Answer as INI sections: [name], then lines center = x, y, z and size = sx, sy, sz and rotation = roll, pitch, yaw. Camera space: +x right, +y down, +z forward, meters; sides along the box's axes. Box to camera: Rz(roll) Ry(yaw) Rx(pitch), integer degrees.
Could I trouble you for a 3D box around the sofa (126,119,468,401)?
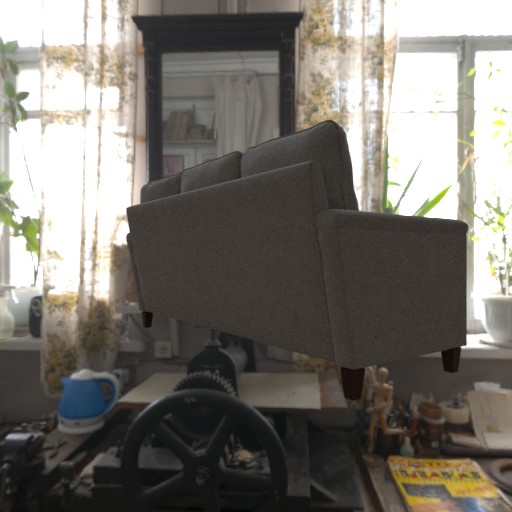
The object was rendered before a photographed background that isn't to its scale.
[sofa]
center = 0.000, 0.000, 2.376
size = 0.828, 0.959, 1.925
rotation = 0, 0, -36
